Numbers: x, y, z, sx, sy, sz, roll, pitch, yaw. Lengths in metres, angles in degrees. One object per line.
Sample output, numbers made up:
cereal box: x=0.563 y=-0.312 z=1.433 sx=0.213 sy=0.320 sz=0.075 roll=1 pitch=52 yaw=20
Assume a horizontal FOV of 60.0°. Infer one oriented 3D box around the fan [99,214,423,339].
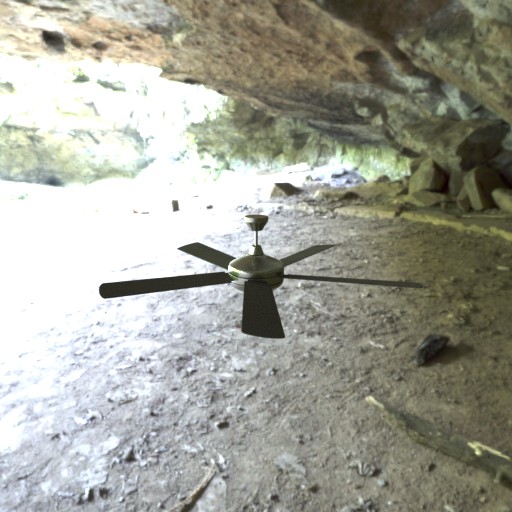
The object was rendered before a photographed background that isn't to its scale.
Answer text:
fan: x=0.000 y=0.000 z=1.971 sx=1.321 sy=0.356 sz=1.321 roll=-3 pitch=15 yaw=-11
